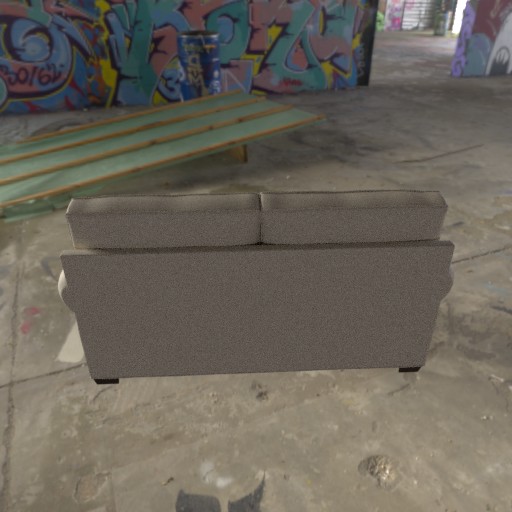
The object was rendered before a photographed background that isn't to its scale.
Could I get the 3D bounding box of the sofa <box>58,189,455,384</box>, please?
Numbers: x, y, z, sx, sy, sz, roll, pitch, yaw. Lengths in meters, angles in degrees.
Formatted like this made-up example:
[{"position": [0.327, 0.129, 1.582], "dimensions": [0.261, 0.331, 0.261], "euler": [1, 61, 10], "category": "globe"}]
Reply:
[{"position": [0.000, 0.000, 2.307], "dimensions": [1.774, 0.933, 0.861], "euler": [-2, 31, -3], "category": "sofa"}]
